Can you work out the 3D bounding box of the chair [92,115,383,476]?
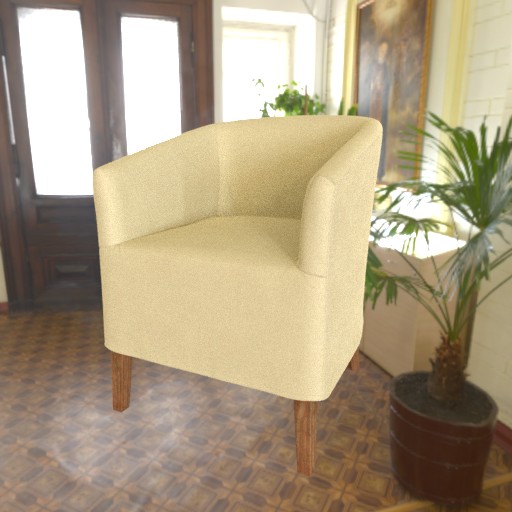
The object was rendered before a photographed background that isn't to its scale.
[{"bbox_3d":[0.000,0.000,1.300,0.643,0.822,0.657,7,15,26],"label":"chair"}]
